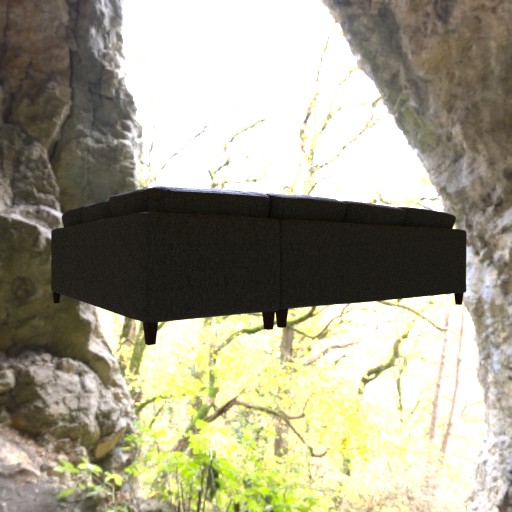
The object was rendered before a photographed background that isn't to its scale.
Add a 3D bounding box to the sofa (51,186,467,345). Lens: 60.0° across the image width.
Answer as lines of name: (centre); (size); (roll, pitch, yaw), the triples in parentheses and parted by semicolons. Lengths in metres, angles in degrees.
sofa: (0.000, 0.000, 4.383); (3.302, 0.947, 2.593); (0, 1, -36)
